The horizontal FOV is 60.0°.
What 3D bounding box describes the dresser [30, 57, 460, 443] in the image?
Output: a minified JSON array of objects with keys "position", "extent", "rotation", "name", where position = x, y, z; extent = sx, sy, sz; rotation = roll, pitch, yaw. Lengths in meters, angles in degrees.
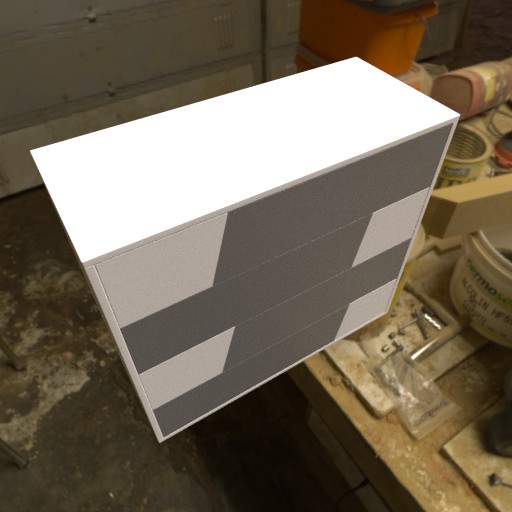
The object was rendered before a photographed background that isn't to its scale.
[{"position":[0.000,0.000,1.580],"extent":[1.100,1.000,0.460],"rotation":[-24,52,-21],"name":"dresser"}]
